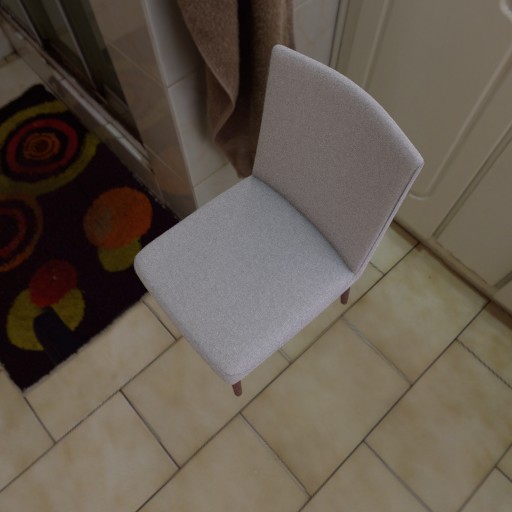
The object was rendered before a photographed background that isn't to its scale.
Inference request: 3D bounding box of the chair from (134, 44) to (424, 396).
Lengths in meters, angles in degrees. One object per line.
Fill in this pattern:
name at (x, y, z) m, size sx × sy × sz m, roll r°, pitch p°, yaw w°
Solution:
chair at (0.000, 0.000, 1.213) m, size 0.570 × 0.859 × 0.456 m, roll -37°, pitch 70°, yaw -16°
